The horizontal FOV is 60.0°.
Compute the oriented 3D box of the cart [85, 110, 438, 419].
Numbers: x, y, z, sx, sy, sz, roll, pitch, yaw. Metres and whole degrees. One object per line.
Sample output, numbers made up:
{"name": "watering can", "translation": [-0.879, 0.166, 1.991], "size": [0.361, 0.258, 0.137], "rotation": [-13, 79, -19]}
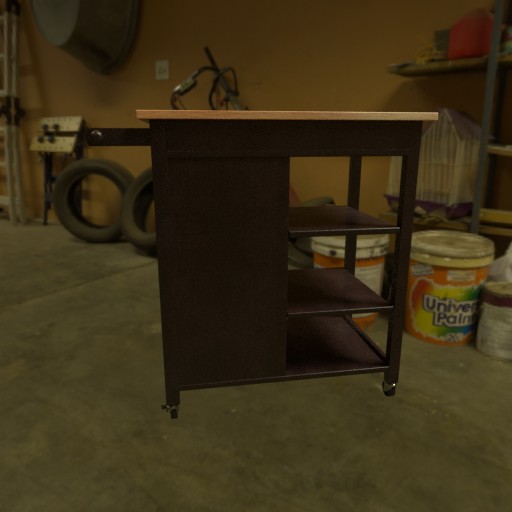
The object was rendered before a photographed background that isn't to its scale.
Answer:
{"name": "cart", "translation": [0.000, 0.000, 1.451], "size": [0.914, 0.878, 0.472], "rotation": [-3, 15, -9]}
